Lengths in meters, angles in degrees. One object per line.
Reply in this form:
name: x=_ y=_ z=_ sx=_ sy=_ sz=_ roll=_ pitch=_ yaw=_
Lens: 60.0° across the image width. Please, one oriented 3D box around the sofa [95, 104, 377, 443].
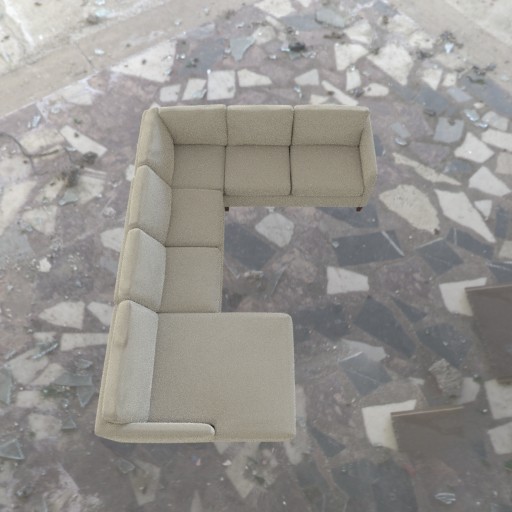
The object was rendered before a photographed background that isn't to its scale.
sofa: x=0.000 y=0.000 z=4.468 sx=2.593 sy=0.956 sz=3.459 roll=0 pitch=64 yaw=0
